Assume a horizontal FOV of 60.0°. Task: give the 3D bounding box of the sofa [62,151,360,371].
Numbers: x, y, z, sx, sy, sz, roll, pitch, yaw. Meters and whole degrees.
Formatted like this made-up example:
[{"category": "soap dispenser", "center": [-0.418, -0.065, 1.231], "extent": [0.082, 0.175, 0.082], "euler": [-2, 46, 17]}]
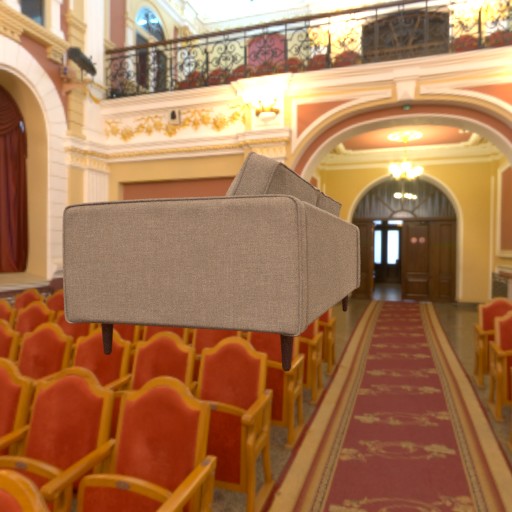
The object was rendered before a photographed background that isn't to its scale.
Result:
[{"category": "sofa", "center": [0.000, 0.000, 2.361], "extent": [0.914, 0.762, 1.879], "euler": [0, 1, 19]}]
